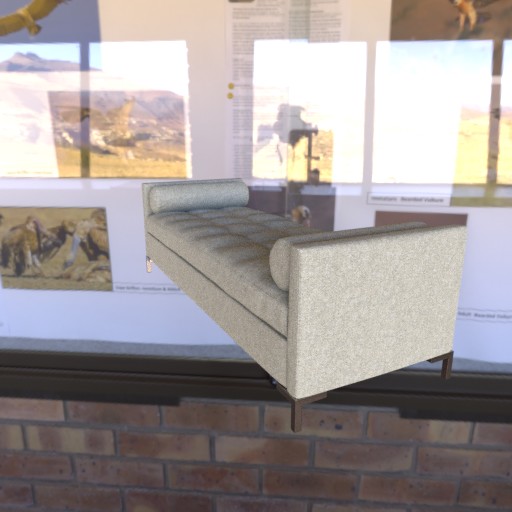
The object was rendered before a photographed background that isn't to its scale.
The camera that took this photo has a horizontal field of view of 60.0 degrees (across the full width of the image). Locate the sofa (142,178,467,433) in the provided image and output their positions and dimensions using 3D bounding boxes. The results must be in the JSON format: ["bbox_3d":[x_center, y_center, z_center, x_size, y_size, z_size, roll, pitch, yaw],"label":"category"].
[{"bbox_3d":[0.000,0.000,2.502,0.797,0.657,2.102,-8,18,-26],"label":"sofa"}]
